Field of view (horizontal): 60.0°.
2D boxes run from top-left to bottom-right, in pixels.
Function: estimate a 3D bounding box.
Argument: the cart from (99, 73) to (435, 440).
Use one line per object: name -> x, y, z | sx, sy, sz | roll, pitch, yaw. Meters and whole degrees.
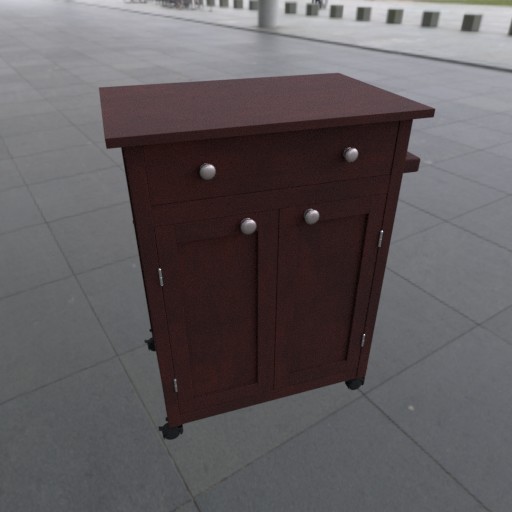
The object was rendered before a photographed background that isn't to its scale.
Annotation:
cart -> 0.000, 0.000, 1.249 | 0.683, 0.864, 0.442 | -10, 33, -15
